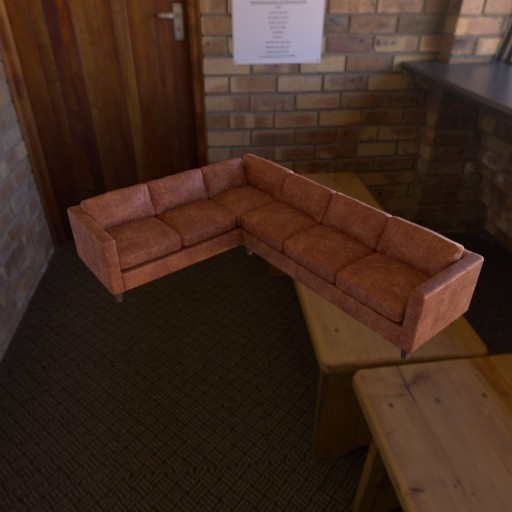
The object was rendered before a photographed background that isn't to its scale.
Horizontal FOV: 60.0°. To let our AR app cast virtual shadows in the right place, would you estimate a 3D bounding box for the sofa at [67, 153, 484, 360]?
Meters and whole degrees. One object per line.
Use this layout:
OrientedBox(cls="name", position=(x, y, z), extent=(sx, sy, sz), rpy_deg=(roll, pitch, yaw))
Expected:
OrientedBox(cls="sofa", position=(0.000, 0.000, 4.275), extent=(2.438, 0.838, 3.150), rpy_deg=(-23, 39, -32))
